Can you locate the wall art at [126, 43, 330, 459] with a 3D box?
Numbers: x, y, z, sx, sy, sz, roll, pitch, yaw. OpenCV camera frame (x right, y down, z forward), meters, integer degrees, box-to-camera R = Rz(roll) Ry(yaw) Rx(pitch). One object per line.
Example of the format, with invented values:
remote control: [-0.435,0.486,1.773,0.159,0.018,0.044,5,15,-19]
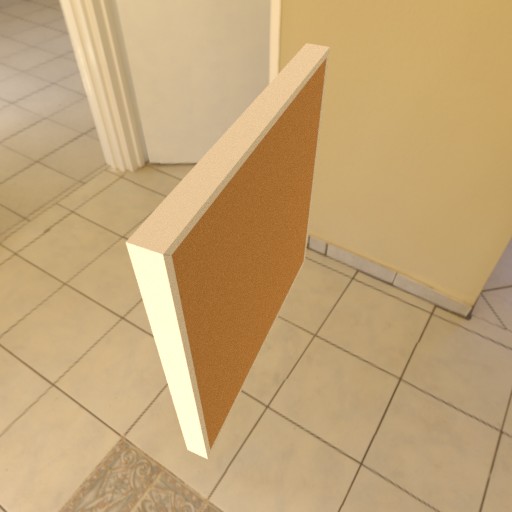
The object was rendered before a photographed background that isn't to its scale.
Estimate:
wall art: [0.000,0.000,0.447,0.024,0.304,0.304,17,49,16]
